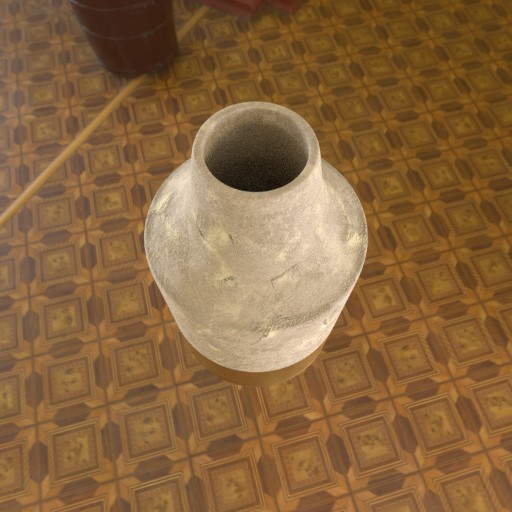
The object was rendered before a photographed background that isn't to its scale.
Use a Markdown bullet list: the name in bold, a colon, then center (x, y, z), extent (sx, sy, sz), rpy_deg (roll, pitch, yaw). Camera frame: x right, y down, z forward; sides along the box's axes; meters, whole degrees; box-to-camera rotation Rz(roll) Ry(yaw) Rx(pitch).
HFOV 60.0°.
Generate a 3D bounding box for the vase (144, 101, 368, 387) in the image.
- **vase**: center (0.000, 0.000, 0.413), extent (0.184, 0.305, 0.184), rpy_deg (0, 63, 0)
